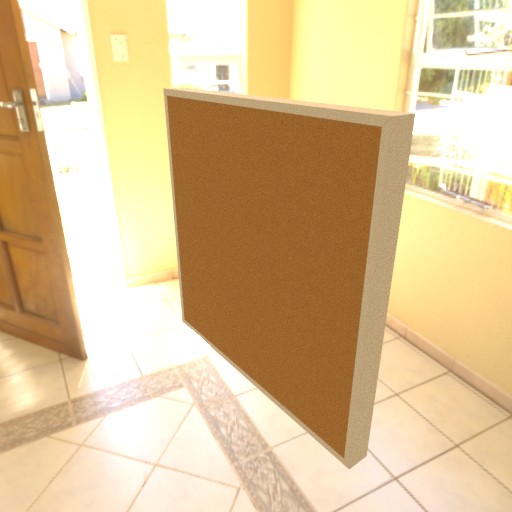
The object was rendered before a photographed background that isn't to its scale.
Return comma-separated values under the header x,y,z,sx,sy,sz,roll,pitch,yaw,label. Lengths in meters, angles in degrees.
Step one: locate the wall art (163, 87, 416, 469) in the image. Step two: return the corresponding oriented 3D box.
x,y,z,sx,sy,sz,roll,pitch,yaw,label
0.000,0.000,0.450,0.024,0.304,0.304,-18,30,-34,wall art
